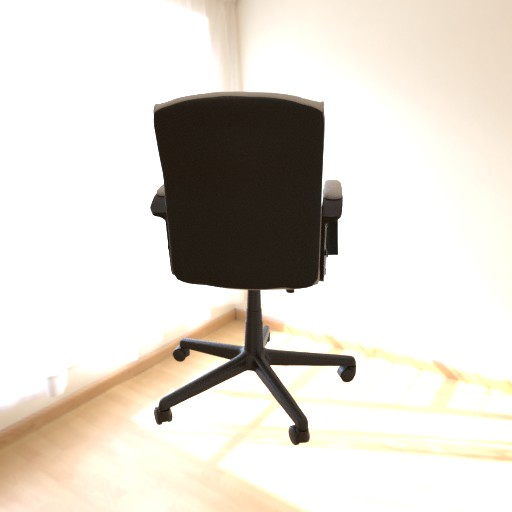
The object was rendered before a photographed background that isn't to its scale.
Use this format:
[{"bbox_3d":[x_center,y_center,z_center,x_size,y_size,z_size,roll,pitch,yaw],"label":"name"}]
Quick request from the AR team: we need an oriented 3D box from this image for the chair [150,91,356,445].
[{"bbox_3d":[0.000,0.000,1.521,0.739,1.004,0.717,2,15,8],"label":"chair"}]
